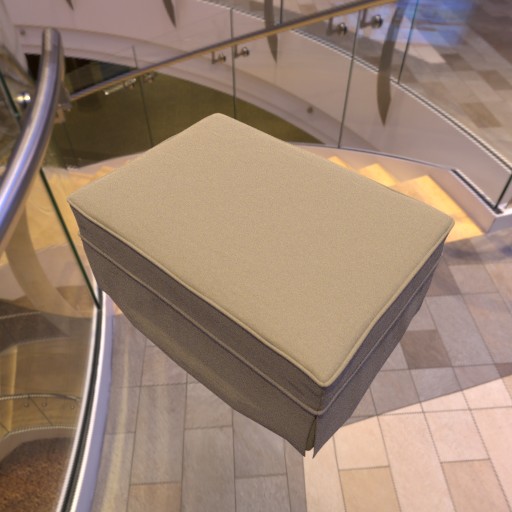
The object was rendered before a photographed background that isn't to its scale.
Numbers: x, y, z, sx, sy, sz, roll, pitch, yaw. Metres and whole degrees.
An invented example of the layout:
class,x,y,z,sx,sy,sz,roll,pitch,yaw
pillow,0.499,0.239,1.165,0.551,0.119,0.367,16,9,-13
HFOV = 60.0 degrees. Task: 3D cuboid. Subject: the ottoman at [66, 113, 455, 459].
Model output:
class,x,y,z,sx,sy,sz,roll,pitch,yaw
ottoman,0.000,0.000,1.367,0.944,0.479,0.703,31,54,26
